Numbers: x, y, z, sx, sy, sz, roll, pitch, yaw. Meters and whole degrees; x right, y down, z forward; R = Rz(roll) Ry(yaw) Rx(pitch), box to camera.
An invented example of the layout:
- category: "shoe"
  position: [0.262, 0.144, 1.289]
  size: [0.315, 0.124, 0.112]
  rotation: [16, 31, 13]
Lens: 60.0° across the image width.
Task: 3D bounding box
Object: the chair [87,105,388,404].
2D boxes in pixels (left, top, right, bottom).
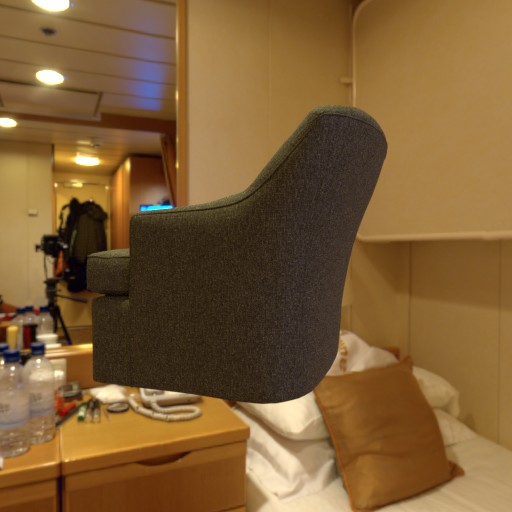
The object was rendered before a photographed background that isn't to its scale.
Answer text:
- category: "chair"
  position: [0.000, 0.000, 1.627]
  size: [0.923, 0.856, 0.864]
  rotation: [0, 1, 19]
